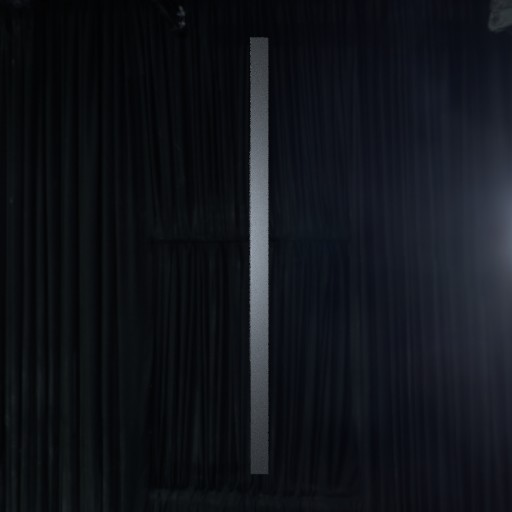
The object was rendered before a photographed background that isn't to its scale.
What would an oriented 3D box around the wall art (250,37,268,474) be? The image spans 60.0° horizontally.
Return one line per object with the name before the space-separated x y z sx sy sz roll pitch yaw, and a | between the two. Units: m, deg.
wall art | 0.000 0.000 1.173 0.031 0.775 0.773 0 0 -1
